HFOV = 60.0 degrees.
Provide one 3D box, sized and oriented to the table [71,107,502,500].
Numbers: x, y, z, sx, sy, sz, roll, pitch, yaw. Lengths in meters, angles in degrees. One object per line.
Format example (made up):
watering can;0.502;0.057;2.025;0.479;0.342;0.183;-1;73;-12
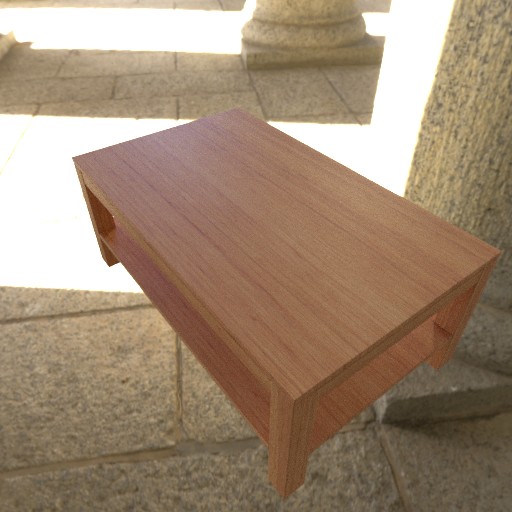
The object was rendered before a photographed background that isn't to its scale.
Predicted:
table;0.000;0.000;1.457;0.695;0.457;1.146;-26;47;-27
